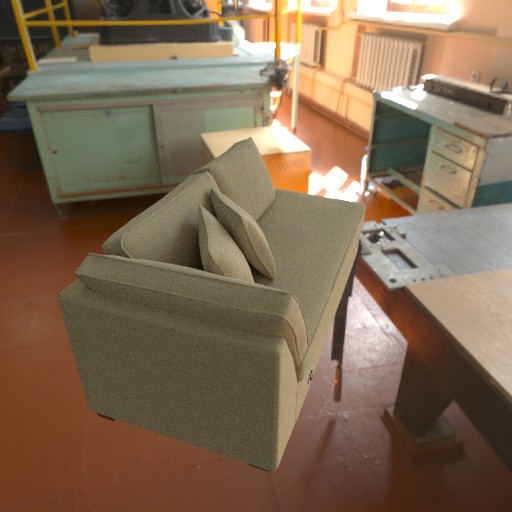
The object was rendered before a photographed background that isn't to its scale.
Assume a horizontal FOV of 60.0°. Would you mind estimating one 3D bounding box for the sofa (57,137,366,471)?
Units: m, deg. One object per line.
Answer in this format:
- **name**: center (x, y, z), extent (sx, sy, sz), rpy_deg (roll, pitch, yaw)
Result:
- **sofa**: center (0.000, 0.000, 2.867), extent (1.110, 1.033, 2.237), rpy_deg (11, 33, 18)
